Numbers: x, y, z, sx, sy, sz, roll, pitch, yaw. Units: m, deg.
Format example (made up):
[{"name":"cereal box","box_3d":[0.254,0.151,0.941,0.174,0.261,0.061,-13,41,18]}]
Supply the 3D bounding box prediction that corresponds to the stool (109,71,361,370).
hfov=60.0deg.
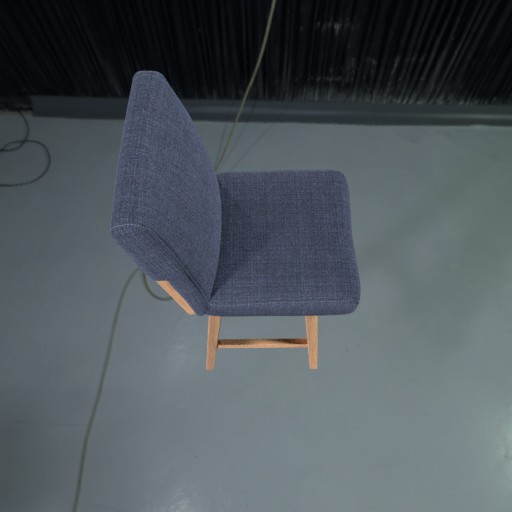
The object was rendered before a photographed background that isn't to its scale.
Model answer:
[{"name":"stool","box_3d":[0.000,0.000,1.401,0.570,1.112,0.483,0,64,0]}]
